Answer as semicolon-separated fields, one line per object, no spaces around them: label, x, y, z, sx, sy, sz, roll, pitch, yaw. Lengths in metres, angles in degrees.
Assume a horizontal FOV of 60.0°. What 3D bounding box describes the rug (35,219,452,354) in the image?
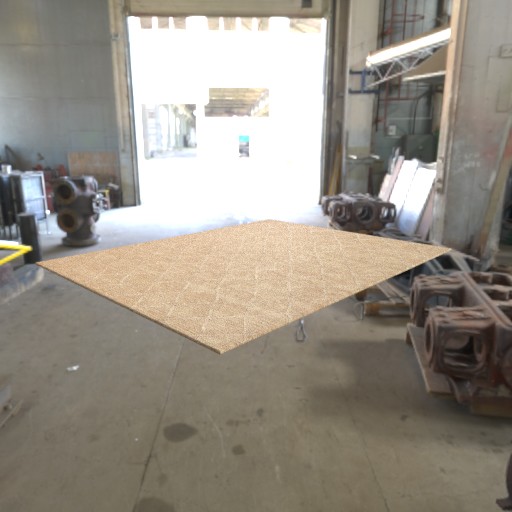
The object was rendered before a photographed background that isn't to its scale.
rug;0.000;0.000;4.110;2.420;0.019;3.039;14;20;42
